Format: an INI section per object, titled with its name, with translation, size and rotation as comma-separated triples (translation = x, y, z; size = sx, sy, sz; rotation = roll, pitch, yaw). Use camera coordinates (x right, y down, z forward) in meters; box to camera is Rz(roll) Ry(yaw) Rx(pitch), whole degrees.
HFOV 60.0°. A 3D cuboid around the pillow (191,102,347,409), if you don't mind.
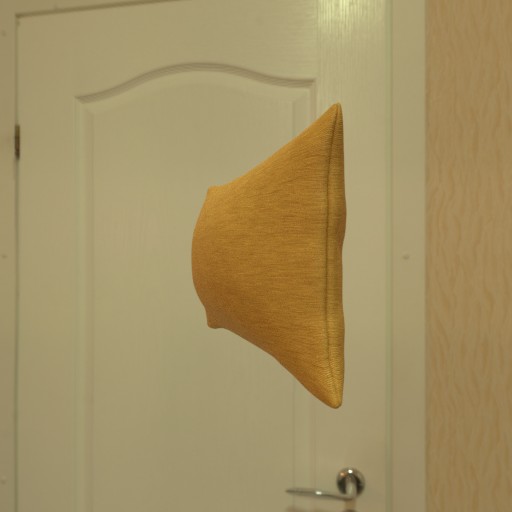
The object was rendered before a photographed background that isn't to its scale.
[pillow]
translation = 0.000, 0.000, 0.808
size = 0.210, 0.354, 0.634
rotation = 0, 0, -19
